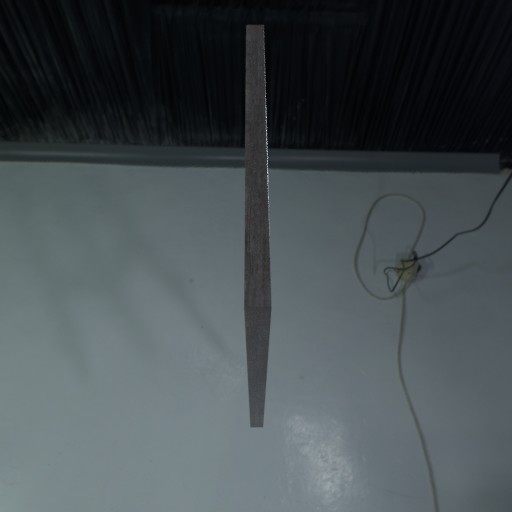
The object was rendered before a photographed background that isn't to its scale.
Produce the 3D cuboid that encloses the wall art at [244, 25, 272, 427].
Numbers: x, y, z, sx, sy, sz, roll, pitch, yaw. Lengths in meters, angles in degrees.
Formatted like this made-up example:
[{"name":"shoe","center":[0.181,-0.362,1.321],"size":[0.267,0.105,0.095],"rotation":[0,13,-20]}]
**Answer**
[{"name":"wall art","center":[0.000,0.000,0.804],"size":[0.027,0.580,0.479],"rotation":[0,58,0]}]
